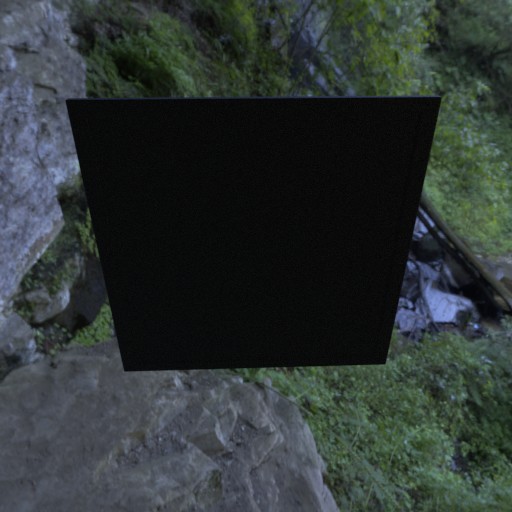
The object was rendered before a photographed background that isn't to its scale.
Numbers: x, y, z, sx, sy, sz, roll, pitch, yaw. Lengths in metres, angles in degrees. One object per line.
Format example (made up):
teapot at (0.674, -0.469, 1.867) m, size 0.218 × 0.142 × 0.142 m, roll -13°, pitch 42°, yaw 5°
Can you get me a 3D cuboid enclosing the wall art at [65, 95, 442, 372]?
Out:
wall art at (0.000, 0.000, 0.811) m, size 0.562 × 0.558 × 0.012 m, roll -1°, pitch 32°, yaw -2°
